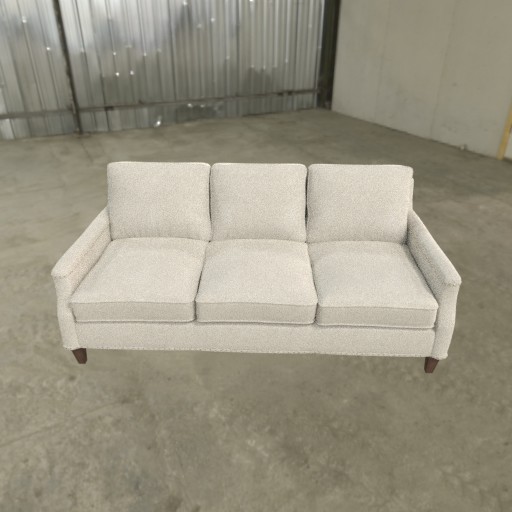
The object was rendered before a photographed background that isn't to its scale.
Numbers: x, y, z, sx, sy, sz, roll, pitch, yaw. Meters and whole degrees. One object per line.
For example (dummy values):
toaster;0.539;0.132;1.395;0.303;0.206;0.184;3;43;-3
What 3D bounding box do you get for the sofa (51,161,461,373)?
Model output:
sofa;0.000;0.000;2.857;2.246;1.003;1.084;1;30;2
